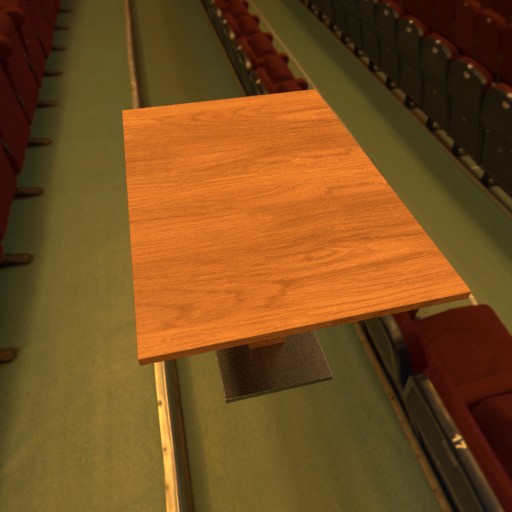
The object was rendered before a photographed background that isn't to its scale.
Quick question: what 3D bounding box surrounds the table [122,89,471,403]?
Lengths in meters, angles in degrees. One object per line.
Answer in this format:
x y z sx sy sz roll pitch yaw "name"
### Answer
0.000 0.000 1.857 0.900 0.770 1.300 -10 46 -10 "table"
